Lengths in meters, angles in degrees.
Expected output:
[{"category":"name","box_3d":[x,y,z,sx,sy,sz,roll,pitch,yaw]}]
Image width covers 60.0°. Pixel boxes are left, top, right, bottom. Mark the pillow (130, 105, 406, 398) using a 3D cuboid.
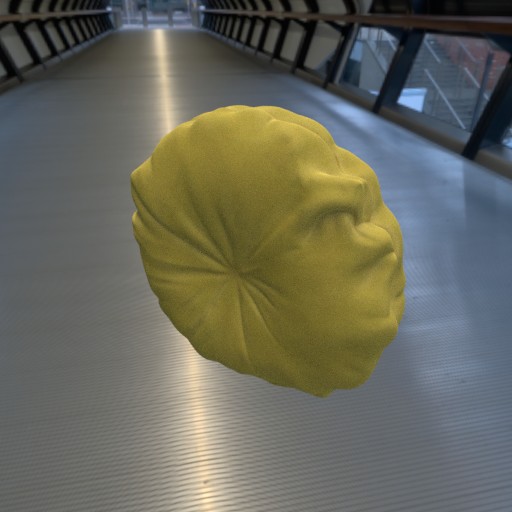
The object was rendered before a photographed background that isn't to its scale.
[{"category":"pillow","box_3d":[0.000,0.000,0.629,0.428,0.407,0.148,18,35,28]}]
